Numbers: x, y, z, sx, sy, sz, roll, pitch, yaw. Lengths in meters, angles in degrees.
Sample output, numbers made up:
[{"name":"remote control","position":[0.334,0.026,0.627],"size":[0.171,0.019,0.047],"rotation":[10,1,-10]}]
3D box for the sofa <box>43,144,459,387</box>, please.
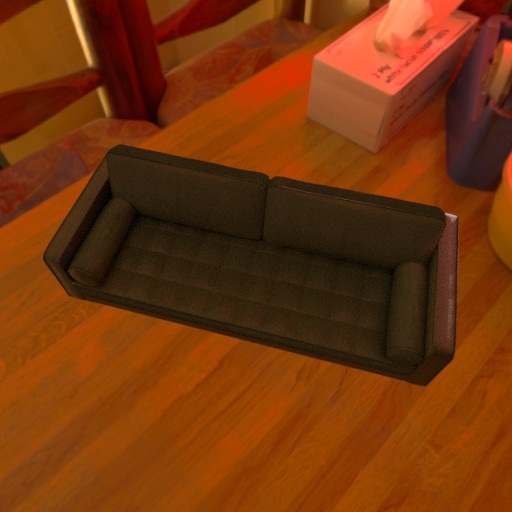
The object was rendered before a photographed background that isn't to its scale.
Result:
[{"name":"sofa","position":[0.000,0.000,2.630],"size":[2.199,0.769,0.918],"rotation":[13,58,8]}]
